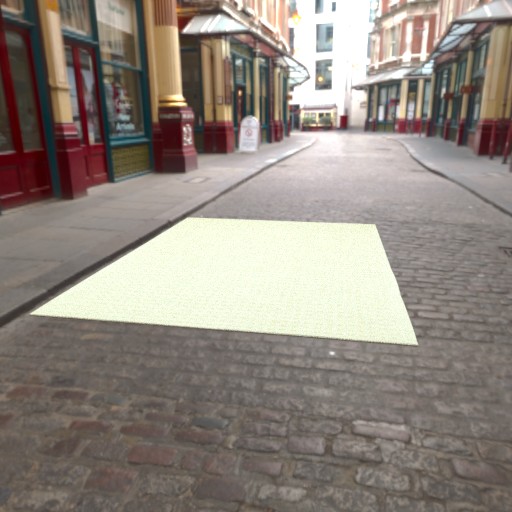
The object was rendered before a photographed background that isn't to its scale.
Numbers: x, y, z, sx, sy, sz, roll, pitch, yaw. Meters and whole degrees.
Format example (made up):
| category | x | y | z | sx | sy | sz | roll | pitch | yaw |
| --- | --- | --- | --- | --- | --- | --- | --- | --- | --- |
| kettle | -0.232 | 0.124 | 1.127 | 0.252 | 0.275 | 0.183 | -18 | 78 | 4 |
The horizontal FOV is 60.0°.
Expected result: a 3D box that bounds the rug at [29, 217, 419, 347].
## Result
| category | x | y | z | sx | sy | sz | roll | pitch | yaw |
| --- | --- | --- | --- | --- | --- | --- | --- | --- | --- |
| rug | 0.000 | 0.000 | 4.205 | 2.452 | 0.016 | 3.204 | 3 | 17 | 10 |
